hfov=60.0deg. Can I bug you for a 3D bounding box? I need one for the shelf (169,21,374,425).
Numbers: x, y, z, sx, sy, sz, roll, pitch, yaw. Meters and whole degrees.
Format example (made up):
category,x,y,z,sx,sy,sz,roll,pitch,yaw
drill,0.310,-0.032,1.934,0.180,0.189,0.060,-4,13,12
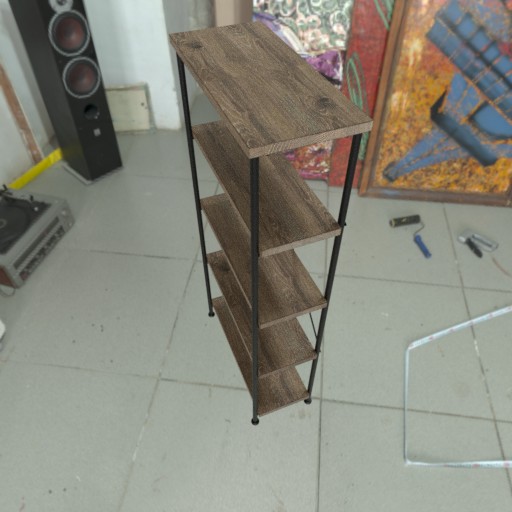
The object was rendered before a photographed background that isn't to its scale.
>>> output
category,x,y,z,sx,sy,sz,roll,pitch,yaw
shelf,0.000,0.000,2.016,0.360,1.700,0.800,-16,49,-15
